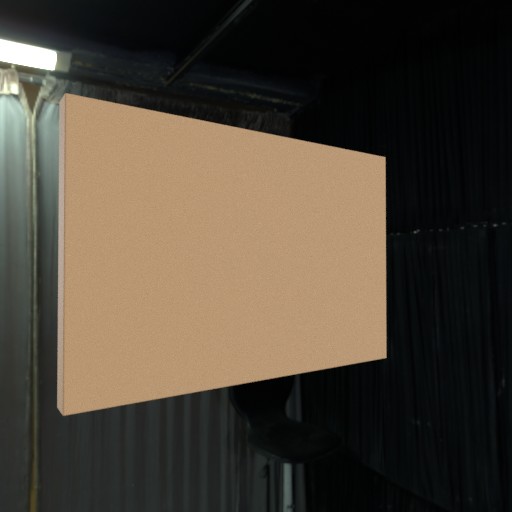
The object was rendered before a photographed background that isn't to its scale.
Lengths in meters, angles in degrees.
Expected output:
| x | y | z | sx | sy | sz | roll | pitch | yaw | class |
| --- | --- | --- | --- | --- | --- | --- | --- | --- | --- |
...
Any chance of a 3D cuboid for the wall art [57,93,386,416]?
| x | y | z | sx | sy | sz | roll | pitch | yaw | class |
| --- | --- | --- | --- | --- | --- | --- | --- | --- | --- |
| 0.000 | 0.000 | 0.745 | 0.609 | 0.407 | 0.039 | 1 | -1 | -34 | wall art |
